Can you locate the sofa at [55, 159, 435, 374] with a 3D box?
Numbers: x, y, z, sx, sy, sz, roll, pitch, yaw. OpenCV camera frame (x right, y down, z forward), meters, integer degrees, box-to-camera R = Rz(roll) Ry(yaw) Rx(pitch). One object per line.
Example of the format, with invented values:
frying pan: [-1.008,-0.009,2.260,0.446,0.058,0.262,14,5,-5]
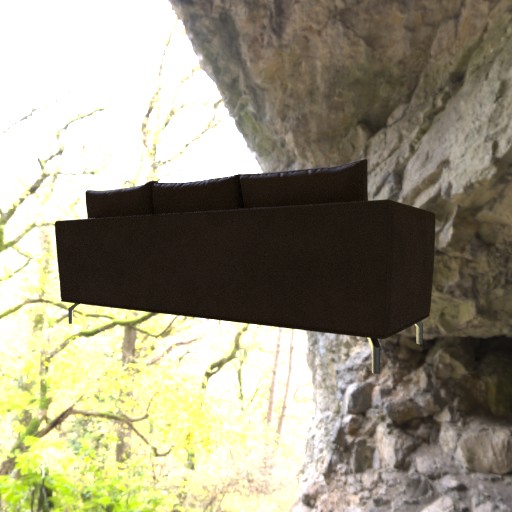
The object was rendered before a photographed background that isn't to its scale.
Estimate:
sofa: [0.000,0.000,3.179,2.438,0.987,1.622,1,1,34]
